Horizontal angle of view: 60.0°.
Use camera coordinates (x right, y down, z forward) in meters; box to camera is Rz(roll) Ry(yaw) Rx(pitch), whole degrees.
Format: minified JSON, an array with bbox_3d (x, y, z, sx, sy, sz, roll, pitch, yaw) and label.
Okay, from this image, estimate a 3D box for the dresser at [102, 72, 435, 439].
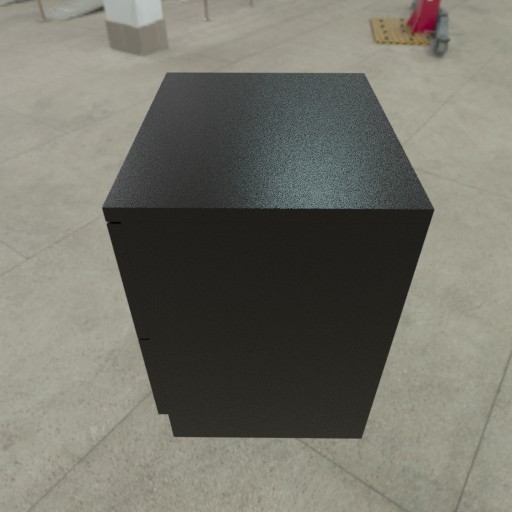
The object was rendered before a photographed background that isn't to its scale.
[{"bbox_3d":[0.000,0.000,0.748,0.360,0.470,0.400,0,41,0],"label":"dresser"}]
